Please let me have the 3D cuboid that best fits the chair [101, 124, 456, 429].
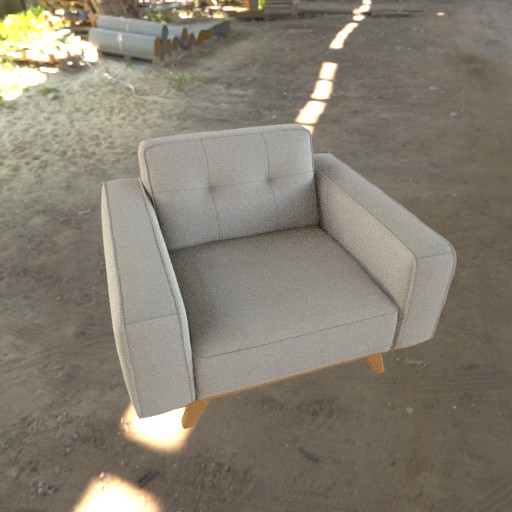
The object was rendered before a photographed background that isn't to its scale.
[{"bbox_3d":[0.000,0.000,1.749,1.115,0.779,0.953,-11,35,-16],"label":"chair"}]
